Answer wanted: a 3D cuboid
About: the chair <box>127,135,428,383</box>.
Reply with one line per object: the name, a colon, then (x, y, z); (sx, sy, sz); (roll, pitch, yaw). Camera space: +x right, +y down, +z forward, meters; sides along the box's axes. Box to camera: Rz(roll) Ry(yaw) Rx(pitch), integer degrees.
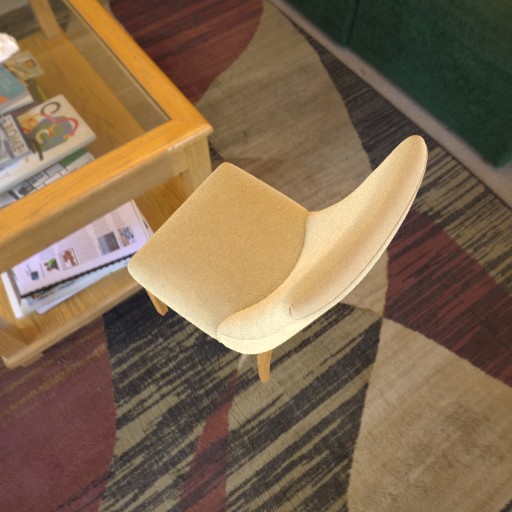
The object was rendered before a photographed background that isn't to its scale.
chair: (0.000, 0.000, 1.267); (0.610, 0.902, 0.495); (33, 68, 15)
